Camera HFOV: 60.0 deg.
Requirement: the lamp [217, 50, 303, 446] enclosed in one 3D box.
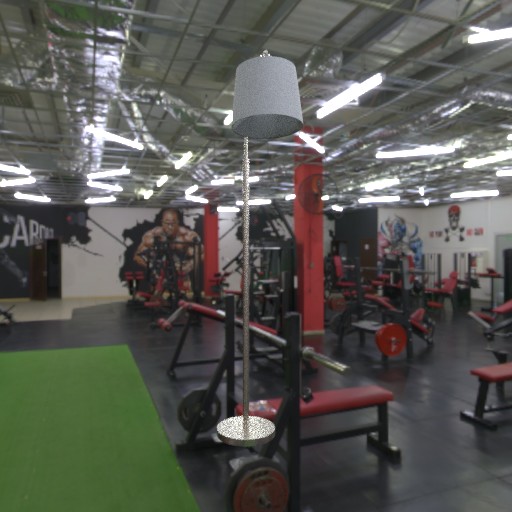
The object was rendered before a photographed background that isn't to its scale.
[{"bbox_3d":[0.000,0.000,1.704,0.254,1.478,0.508,0,1,-19],"label":"lamp"}]
